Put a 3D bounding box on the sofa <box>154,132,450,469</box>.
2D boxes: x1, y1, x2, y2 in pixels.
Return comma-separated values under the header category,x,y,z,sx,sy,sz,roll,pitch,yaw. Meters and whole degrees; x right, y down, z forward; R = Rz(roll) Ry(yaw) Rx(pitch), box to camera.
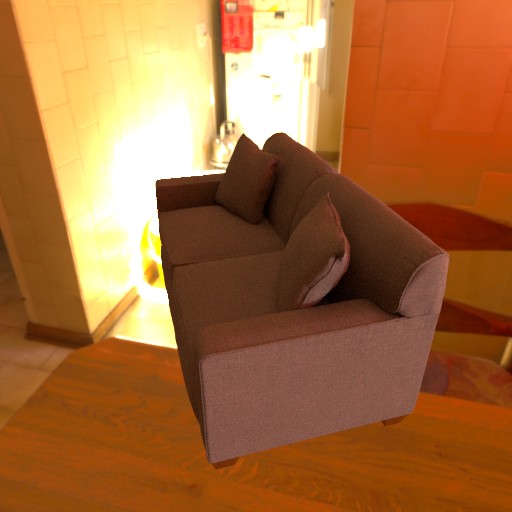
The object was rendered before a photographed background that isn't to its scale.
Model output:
category,x,y,z,sx,sy,sz,roll,pitch,yaw
sofa,0.000,0.000,2.449,1.000,0.958,1.846,-8,31,-14
